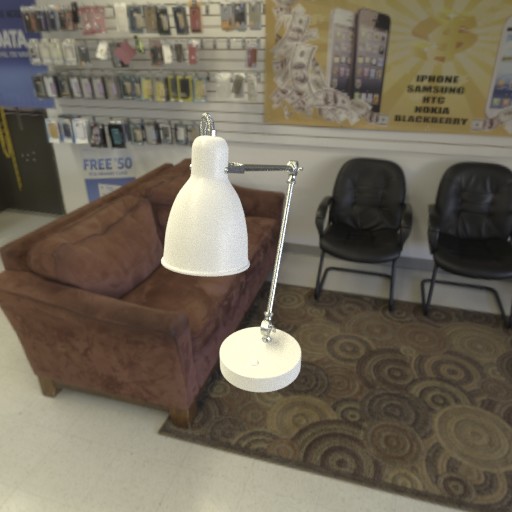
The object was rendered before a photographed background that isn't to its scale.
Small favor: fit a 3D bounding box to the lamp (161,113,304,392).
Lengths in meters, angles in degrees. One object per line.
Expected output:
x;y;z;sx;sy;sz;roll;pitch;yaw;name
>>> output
0.000;0.000;0.878;0.187;0.587;0.561;9;28;18;lamp
